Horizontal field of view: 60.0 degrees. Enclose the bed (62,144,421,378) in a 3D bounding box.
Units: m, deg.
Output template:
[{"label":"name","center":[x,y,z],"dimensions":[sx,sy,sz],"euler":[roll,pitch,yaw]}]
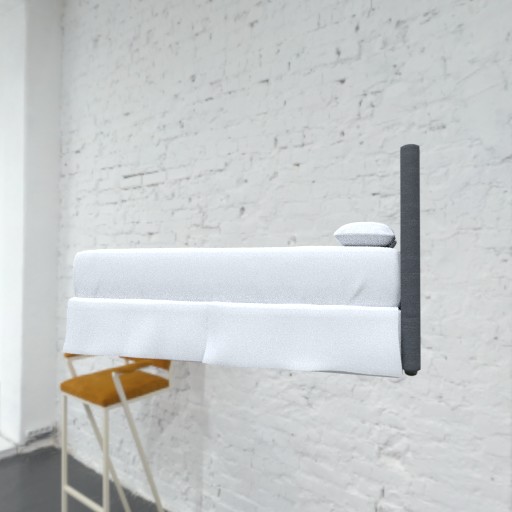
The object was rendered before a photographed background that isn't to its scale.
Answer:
[{"label":"bed","center":[0.000,0.000,3.685],"dimensions":[2.507,1.441,1.747],"euler":[0,-1,18]}]
